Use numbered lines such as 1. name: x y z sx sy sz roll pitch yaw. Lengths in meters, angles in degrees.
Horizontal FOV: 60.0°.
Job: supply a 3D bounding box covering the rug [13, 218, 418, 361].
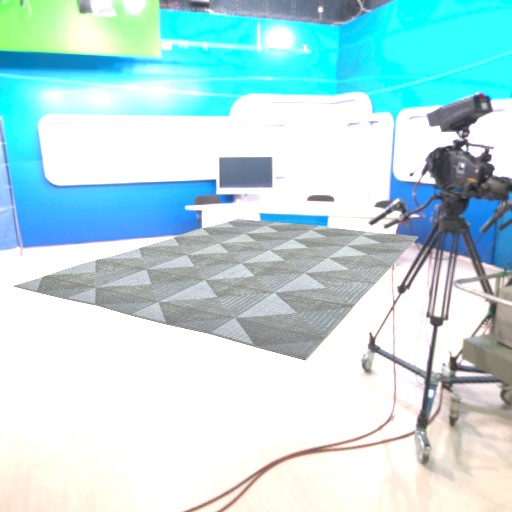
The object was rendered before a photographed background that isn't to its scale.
1. rug: 0.000 0.000 4.247 2.428 0.027 3.333 8 17 28
